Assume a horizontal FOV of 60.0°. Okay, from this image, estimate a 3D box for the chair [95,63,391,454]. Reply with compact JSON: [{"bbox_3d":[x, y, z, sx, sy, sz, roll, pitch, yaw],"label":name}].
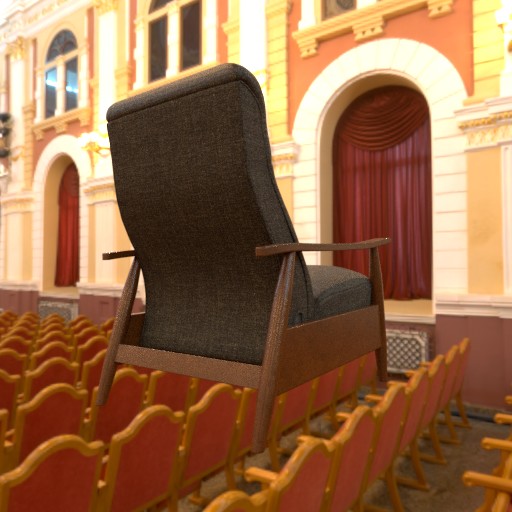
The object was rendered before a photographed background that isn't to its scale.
[{"bbox_3d":[0.000,0.000,1.790,0.762,1.082,1.014,-1,-2,36],"label":"chair"}]
